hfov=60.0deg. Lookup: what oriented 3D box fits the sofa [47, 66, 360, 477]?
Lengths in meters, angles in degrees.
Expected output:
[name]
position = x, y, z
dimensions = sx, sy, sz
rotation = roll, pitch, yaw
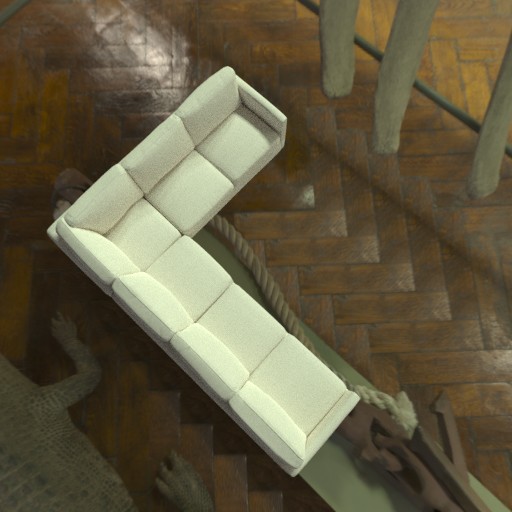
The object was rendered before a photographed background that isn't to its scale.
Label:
[sofa]
position = 0.000, 0.000, 4.522
dimensions = 3.302, 0.947, 2.593
rotation = 42, 80, 9
